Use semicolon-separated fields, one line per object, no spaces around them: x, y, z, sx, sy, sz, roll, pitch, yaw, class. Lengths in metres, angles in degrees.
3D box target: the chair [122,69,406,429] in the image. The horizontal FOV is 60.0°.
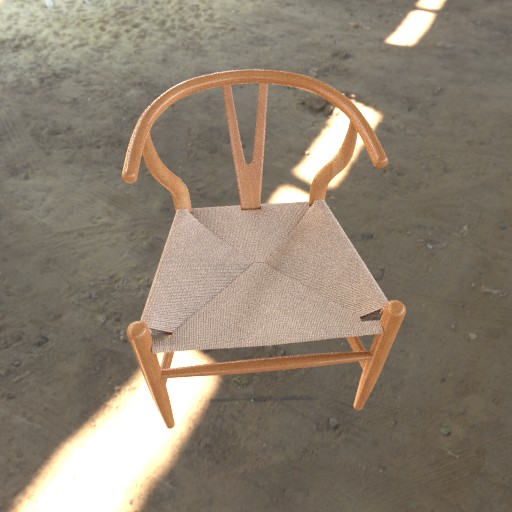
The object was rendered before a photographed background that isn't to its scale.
0.000;0.000;1.151;0.569;0.730;0.579;-4;47;-4;chair
